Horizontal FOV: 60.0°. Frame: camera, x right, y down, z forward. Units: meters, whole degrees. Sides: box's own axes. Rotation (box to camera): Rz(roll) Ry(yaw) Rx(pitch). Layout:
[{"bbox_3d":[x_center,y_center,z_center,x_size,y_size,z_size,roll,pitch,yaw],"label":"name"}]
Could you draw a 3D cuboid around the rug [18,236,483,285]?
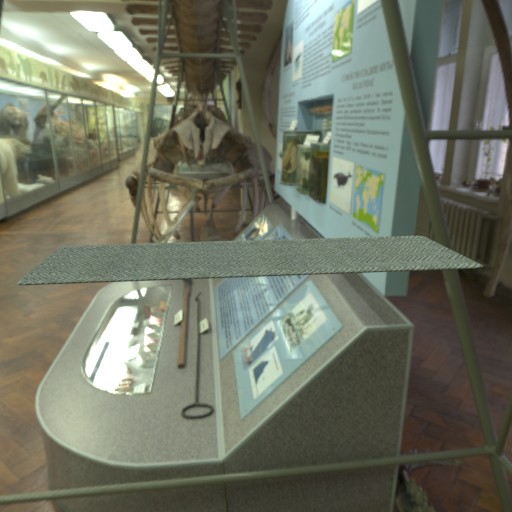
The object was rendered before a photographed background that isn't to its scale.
[{"bbox_3d":[0.000,0.000,2.469,2.286,0.008,0.686,-2,16,-6],"label":"rug"}]
